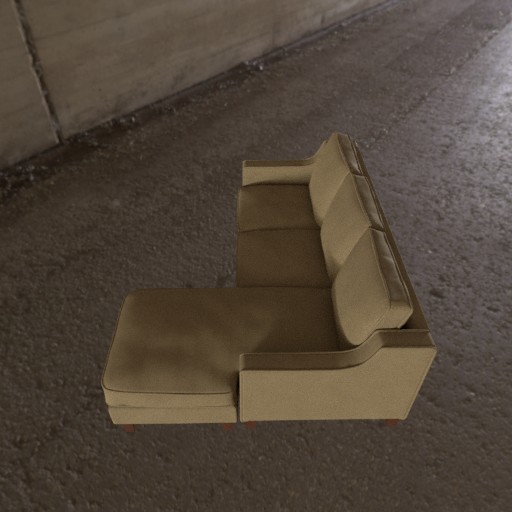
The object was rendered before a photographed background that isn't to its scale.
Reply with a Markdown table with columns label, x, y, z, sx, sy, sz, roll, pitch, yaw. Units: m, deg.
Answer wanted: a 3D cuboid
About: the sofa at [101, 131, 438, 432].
| label | x | y | z | sx | sy | sz | roll | pitch | yaw |
| --- | --- | --- | --- | --- | --- | --- | --- | --- | --- |
| sofa | 0.000 | 0.000 | 3.346 | 1.858 | 1.066 | 2.317 | -1 | 42 | -1 |
